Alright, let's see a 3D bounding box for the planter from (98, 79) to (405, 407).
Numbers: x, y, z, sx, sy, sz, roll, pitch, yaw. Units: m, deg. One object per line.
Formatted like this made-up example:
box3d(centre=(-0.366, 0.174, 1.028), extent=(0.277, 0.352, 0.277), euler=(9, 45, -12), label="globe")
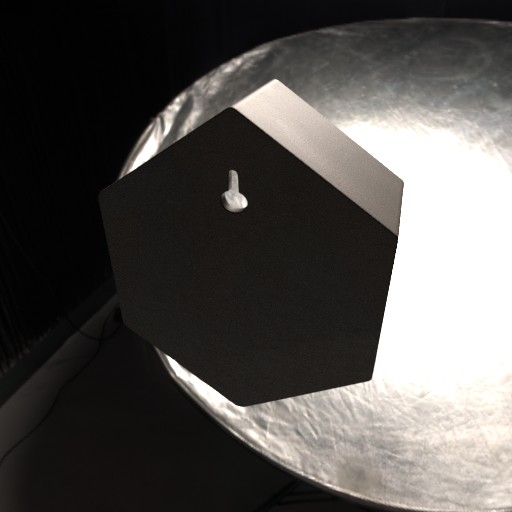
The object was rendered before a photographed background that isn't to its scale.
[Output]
box3d(centre=(0.000, 0.000, 0.291), extent=(0.169, 0.206, 0.077), euler=(10, 33, 15), label="planter")
